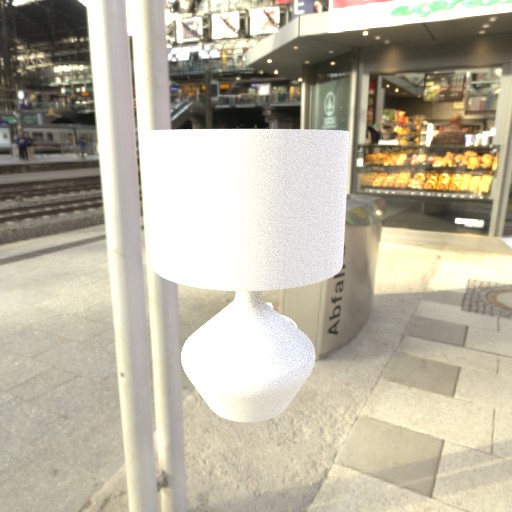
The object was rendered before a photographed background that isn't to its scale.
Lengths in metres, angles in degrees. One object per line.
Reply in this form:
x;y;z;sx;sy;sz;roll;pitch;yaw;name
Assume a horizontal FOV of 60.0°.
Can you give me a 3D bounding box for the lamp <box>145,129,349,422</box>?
0.000;0.000;0.857;0.401;0.457;0.546;7;16;26;lamp
